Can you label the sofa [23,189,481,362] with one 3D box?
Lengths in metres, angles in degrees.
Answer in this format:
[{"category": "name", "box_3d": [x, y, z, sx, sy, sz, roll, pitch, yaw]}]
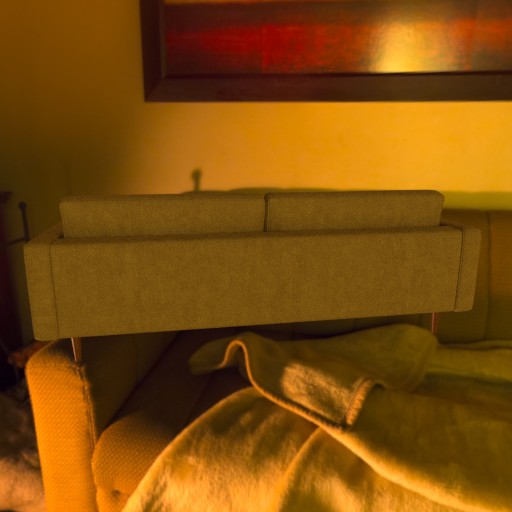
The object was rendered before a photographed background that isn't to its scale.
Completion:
[{"category": "sofa", "box_3d": [0.000, 0.000, 2.539, 2.200, 0.770, 0.919, -2, 14, -10]}]
